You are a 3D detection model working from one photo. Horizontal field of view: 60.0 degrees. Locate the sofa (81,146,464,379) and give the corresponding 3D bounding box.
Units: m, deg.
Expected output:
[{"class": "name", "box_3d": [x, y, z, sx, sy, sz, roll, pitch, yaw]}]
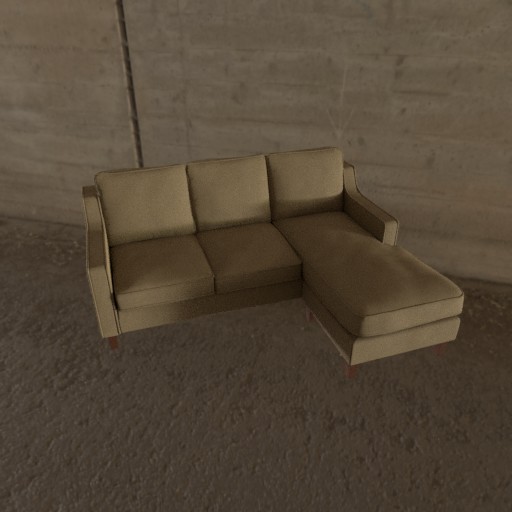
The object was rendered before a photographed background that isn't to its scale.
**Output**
[{"class": "sofa", "box_3d": [0.000, 0.000, 3.260, 2.317, 1.066, 1.858, -9, 31, -16]}]
